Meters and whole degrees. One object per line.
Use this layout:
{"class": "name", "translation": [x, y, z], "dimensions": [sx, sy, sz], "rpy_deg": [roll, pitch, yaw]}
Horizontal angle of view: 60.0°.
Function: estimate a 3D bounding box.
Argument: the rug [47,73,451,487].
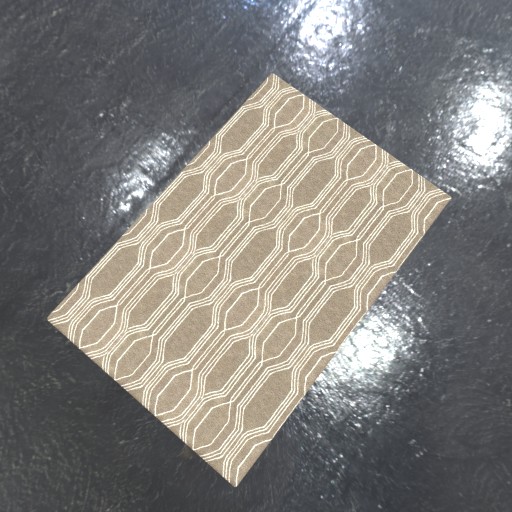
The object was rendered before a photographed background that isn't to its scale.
{"class": "rug", "translation": [0.000, 0.000, 2.314], "dimensions": [1.239, 0.012, 1.836], "rpy_deg": [38, 79, 9]}
